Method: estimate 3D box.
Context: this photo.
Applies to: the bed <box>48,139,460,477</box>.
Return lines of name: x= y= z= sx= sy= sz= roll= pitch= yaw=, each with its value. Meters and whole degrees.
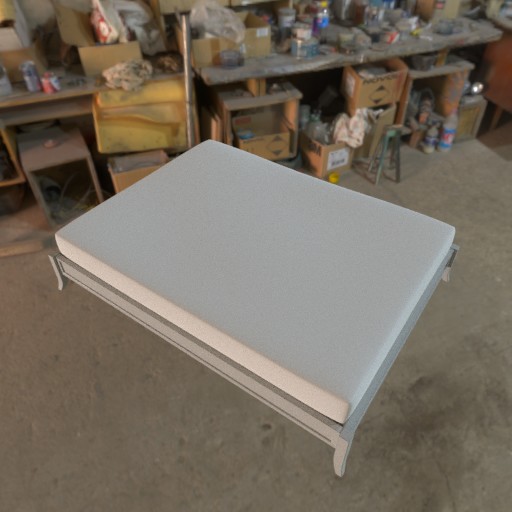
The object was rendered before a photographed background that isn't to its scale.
bed: x=0.000 y=0.000 z=2.834 sx=2.108 sy=0.510 sz=1.604 roll=25 pitch=47 yaw=26
